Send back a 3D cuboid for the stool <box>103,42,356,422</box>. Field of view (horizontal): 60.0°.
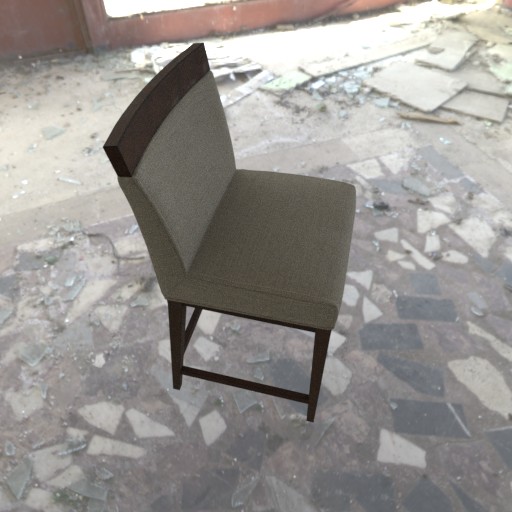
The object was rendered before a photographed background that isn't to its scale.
[{"bbox_3d":[0.000,0.000,1.327,0.531,1.009,0.512,10,47,10],"label":"stool"}]
